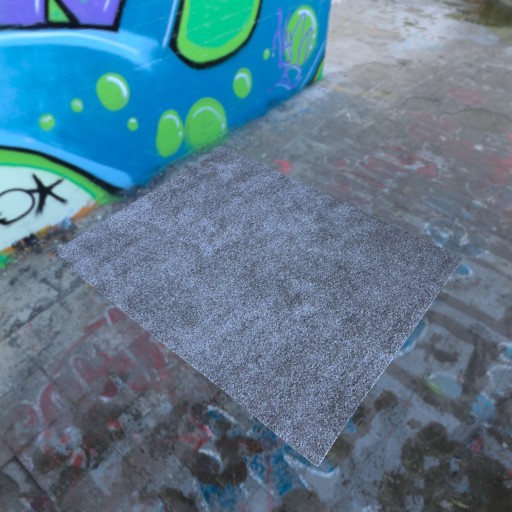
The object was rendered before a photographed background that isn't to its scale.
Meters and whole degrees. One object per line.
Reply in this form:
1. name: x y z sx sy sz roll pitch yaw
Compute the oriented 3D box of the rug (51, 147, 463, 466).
1. rug: 0.000 0.000 4.128 3.000 0.025 2.401 31 53 27
